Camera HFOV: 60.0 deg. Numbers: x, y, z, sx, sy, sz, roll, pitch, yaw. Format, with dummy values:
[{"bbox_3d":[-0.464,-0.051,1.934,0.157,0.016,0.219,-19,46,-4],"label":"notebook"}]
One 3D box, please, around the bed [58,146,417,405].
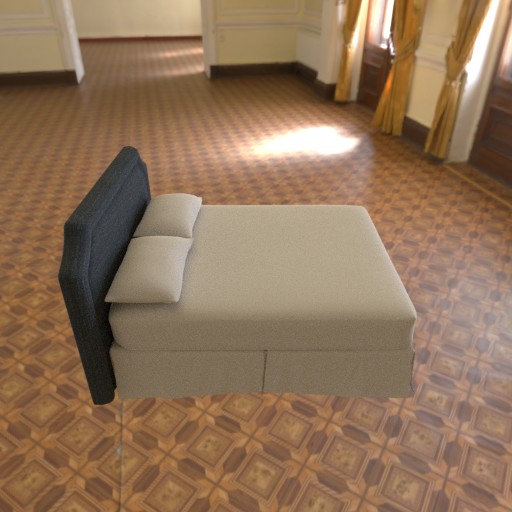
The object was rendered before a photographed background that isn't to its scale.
[{"bbox_3d":[0.000,0.000,3.417,2.208,1.297,1.828,0,32,0],"label":"bed"}]
